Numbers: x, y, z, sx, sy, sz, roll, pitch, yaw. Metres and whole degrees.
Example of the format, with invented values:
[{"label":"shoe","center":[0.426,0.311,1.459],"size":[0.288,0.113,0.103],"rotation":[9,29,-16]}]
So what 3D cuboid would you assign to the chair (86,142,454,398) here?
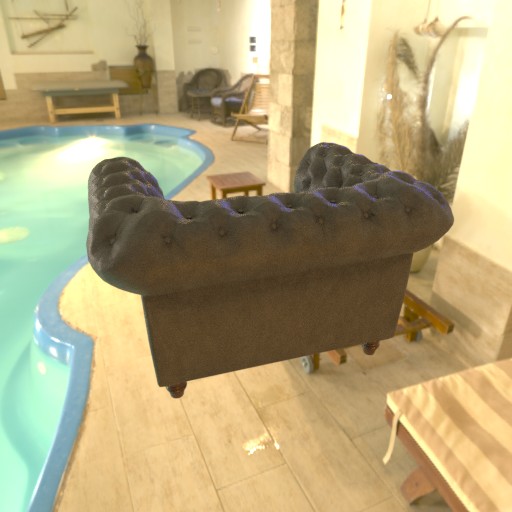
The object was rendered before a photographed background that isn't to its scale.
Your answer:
[{"label":"chair","center":[0.000,0.000,1.898],"size":[1.298,0.780,0.943],"rotation":[-8,27,-16]}]
